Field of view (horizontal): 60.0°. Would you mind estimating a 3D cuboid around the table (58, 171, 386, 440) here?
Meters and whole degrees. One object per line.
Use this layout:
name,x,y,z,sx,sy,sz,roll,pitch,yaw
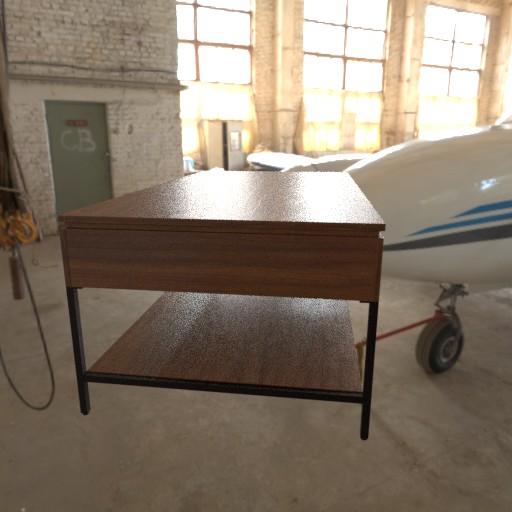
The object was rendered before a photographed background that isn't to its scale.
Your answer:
table,0.000,0.000,1.318,0.574,0.414,1.057,2,15,8
